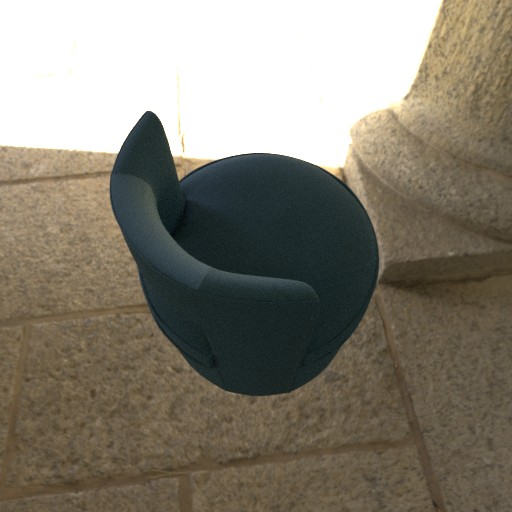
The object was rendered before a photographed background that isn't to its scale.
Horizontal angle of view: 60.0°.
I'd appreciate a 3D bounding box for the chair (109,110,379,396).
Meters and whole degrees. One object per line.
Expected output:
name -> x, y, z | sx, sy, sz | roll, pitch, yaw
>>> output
chair -> 0.000, 0.000, 1.266 | 0.660, 0.711, 0.684 | -32, 63, -18
